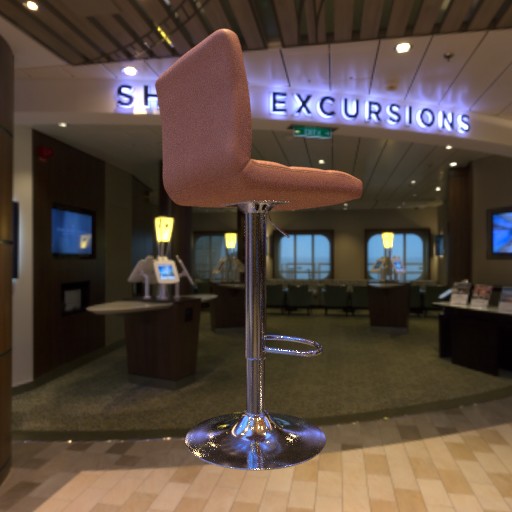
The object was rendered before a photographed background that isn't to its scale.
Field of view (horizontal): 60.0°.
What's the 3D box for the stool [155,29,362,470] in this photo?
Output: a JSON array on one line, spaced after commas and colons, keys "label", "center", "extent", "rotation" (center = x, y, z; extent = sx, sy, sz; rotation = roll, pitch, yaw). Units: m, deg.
[{"label": "stool", "center": [0.000, 0.000, 1.356], "extent": [0.505, 1.115, 0.430], "rotation": [0, 0, -36]}]
